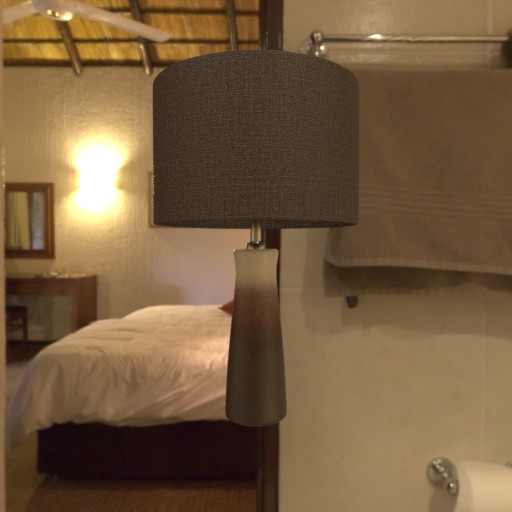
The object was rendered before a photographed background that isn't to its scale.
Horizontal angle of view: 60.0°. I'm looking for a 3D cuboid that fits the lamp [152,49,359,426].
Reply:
[{"bbox_3d":[0.000,0.000,0.672,0.303,0.488,0.303,0,1,0],"label":"lamp"}]
